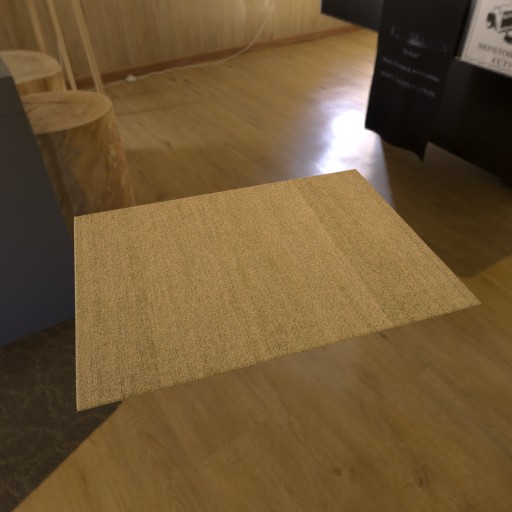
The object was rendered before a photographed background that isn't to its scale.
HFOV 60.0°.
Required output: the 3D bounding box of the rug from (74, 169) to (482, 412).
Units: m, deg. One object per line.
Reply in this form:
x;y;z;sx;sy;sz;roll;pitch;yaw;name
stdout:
0.000;0.000;5.042;3.935;0.025;2.782;-12;43;-13;rug
